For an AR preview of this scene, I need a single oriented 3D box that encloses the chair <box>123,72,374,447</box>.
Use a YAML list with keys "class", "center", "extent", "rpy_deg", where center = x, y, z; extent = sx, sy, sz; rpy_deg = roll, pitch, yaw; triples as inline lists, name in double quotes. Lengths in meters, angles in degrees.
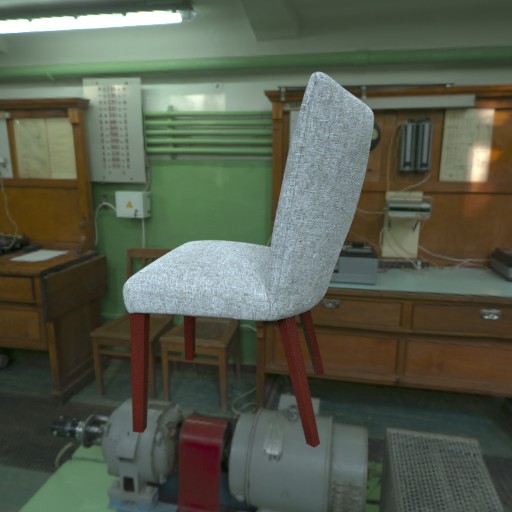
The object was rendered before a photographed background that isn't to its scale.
- class: "chair"
  center: [0.000, 0.000, 1.299]
  extent: [0.623, 0.924, 0.535]
  rpy_deg: [2, 14, 10]
